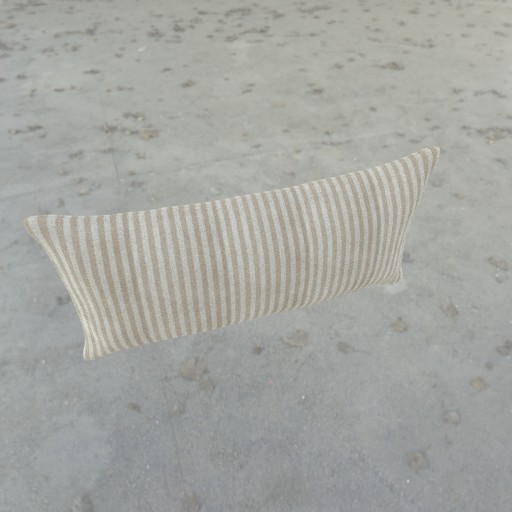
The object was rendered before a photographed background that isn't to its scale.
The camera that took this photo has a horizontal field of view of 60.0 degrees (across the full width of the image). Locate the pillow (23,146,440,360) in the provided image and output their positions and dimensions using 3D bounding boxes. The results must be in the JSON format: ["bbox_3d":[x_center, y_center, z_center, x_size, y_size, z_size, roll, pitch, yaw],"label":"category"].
[{"bbox_3d":[0.000,0.000,0.724,0.617,0.295,0.151,-12,43,-14],"label":"pillow"}]
